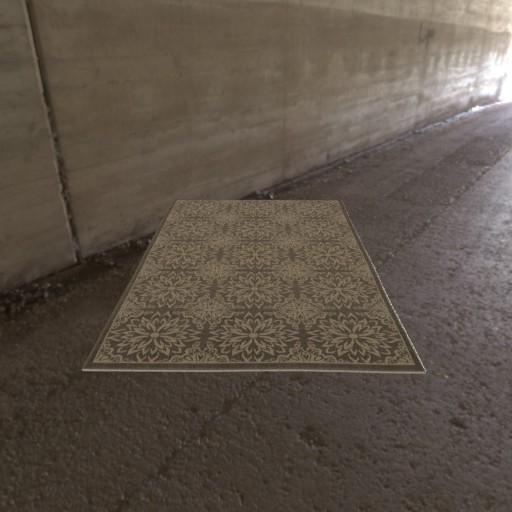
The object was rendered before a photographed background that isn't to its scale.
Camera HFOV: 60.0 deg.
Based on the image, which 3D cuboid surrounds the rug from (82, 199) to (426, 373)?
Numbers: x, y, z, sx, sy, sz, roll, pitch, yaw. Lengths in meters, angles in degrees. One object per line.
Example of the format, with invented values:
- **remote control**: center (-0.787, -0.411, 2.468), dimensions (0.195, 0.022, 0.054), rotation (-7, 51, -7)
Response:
- **rug**: center (0.000, 0.000, 3.563), dimensions (1.819, 0.018, 2.746), rotation (0, 26, 1)
